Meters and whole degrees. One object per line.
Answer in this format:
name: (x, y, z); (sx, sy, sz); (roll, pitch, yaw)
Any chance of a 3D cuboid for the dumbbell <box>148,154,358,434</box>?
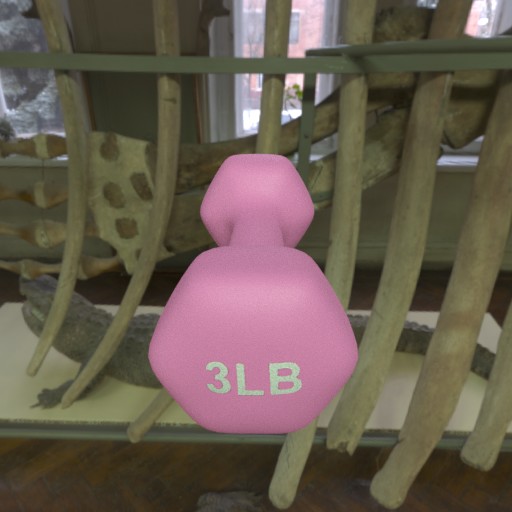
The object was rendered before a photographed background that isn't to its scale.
dumbbell: (0.000, 0.000, 0.193); (0.064, 0.058, 0.159); (1, 26, 1)
